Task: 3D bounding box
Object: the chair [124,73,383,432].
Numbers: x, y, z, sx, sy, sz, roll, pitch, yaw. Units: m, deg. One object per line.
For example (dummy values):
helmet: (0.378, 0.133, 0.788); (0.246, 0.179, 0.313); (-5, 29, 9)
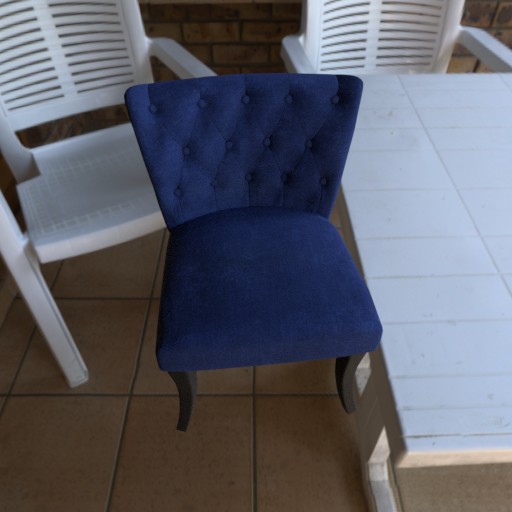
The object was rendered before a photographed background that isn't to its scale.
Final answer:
chair: (0.000, 0.000, 1.185); (0.585, 0.753, 0.606); (-4, 46, -4)
